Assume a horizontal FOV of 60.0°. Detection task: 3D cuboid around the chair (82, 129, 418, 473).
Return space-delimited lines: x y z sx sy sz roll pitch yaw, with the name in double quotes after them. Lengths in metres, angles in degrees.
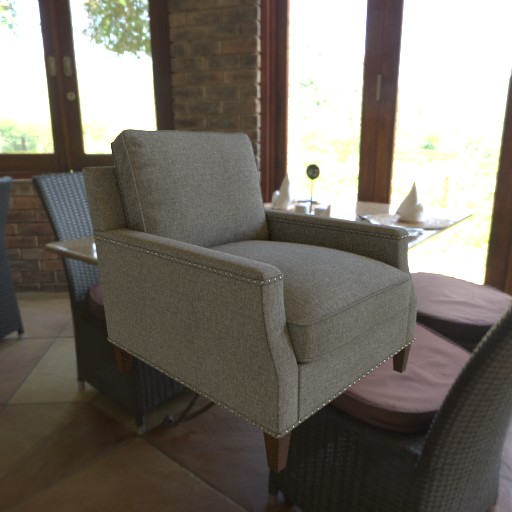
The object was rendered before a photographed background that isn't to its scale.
0.000 0.000 1.704 1.014 0.943 0.853 13 19 42 "chair"
